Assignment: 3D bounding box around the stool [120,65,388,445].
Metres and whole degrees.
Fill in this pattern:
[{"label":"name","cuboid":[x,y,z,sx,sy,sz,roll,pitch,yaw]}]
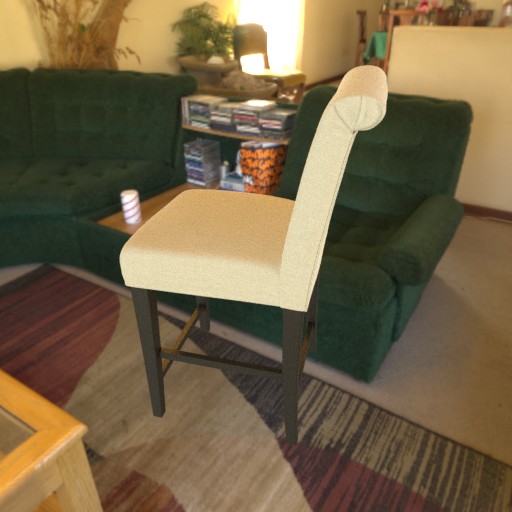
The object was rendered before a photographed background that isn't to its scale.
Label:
[{"label":"stool","cuboid":[0.000,0.000,1.265,0.597,0.976,0.452,7,31,12]}]
